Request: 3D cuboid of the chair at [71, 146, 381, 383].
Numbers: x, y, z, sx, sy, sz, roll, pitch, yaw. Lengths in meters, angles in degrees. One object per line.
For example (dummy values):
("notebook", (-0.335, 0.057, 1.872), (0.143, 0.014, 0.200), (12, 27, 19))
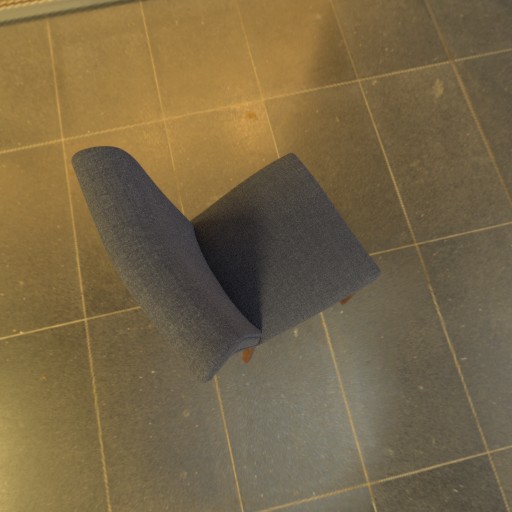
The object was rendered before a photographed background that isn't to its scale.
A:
("chair", (0.000, 0.000, 1.311), (0.608, 0.988, 0.513), (-32, 76, -9))
